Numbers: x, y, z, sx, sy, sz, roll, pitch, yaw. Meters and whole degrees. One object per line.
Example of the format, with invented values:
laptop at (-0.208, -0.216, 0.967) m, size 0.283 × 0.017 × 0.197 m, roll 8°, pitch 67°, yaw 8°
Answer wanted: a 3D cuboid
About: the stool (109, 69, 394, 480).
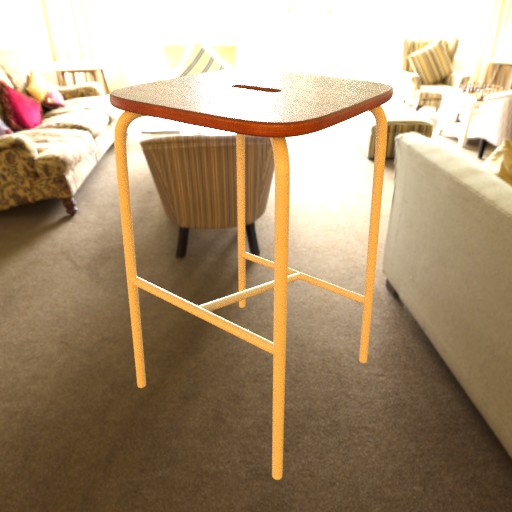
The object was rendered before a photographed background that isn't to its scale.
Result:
stool at (0.000, 0.000, 0.849) m, size 0.376 × 0.610 × 0.376 m, roll 20°, pitch 36°, yaw 31°
